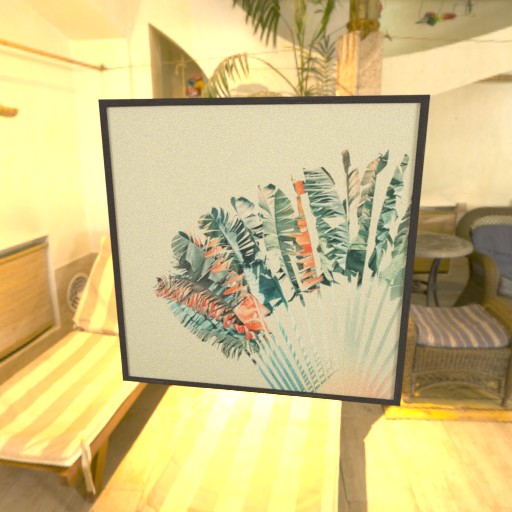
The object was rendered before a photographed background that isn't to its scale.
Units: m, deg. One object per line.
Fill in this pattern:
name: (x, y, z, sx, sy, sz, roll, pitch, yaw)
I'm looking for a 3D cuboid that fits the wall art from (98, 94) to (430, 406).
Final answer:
wall art: (0.000, 0.000, 1.125, 0.762, 0.758, 0.043, 2, 15, 9)
